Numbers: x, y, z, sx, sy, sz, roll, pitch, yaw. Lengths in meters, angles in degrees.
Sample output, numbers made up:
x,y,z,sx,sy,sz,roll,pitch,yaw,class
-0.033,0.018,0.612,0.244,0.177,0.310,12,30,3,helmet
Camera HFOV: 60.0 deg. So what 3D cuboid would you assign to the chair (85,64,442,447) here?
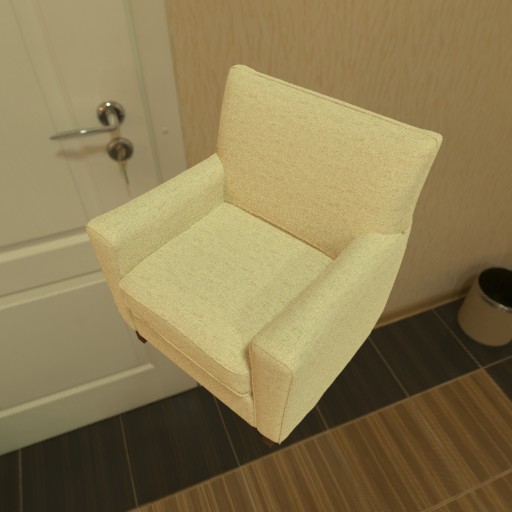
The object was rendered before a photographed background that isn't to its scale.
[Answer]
x,y,z,sx,sy,sz,roll,pitch,yaw,class
0.000,0.000,1.605,0.870,0.943,0.823,30,53,26,chair
